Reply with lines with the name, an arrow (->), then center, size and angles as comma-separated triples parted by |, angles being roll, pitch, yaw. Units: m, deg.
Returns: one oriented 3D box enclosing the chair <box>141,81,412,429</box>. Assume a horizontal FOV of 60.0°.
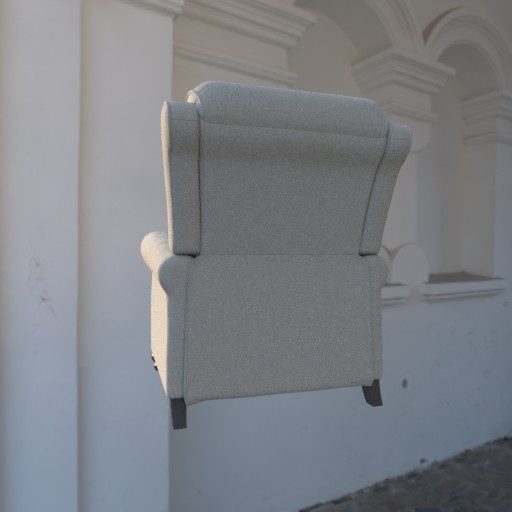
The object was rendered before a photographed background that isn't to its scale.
chair -> 0.000, 0.000, 1.758 | 0.859, 1.046, 0.919 | 0, 0, -17
